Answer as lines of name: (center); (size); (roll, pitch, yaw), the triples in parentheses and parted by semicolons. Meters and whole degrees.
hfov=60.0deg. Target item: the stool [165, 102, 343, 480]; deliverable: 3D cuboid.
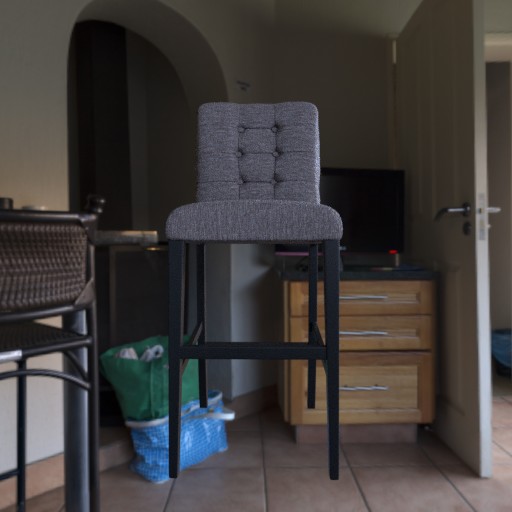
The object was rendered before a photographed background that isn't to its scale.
stool: (0.000, 0.000, 1.412); (0.452, 1.131, 0.613); (0, 1, 1)
